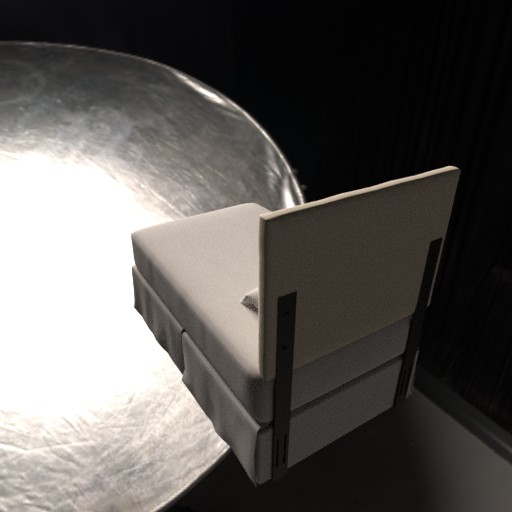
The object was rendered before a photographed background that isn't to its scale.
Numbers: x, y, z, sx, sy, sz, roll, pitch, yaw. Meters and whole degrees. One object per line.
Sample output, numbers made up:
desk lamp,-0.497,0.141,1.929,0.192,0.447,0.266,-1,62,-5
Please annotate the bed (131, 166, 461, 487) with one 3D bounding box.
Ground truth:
bed,0.000,0.000,2.990,1.261,1.571,1.997,-17,33,-28
